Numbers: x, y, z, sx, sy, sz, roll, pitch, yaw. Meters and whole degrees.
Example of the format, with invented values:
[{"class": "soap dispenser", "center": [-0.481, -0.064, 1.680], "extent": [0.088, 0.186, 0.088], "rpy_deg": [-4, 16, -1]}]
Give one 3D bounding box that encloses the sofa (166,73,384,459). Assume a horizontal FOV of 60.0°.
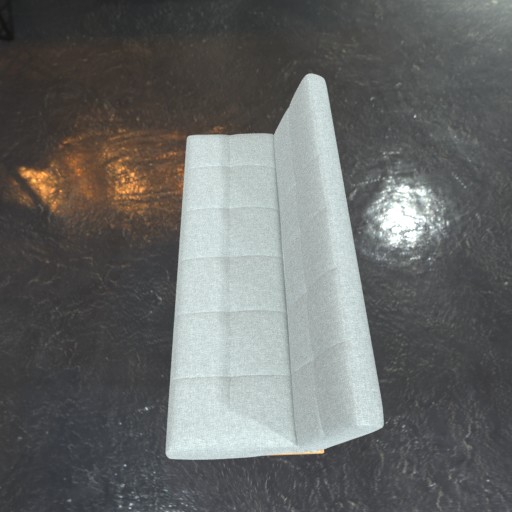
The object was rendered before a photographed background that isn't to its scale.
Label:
[{"class": "sofa", "center": [0.000, 0.000, 2.218], "extent": [0.800, 0.800, 1.820], "rpy_deg": [-2, 59, -1]}]
